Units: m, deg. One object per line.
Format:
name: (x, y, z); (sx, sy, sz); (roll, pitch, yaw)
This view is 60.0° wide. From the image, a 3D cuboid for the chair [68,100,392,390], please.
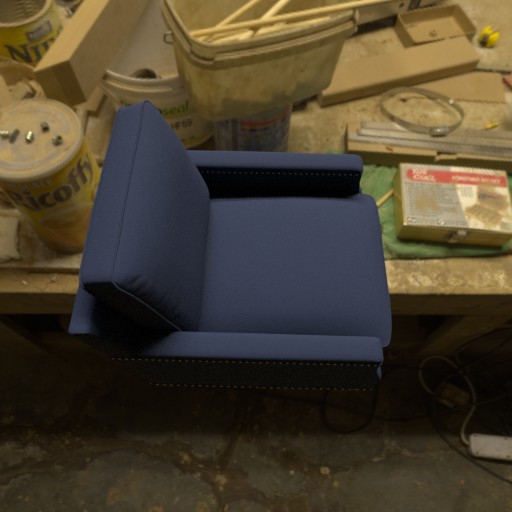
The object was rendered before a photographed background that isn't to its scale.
chair: (0.000, 0.000, 1.685); (1.014, 0.943, 0.853); (1, 63, 1)
